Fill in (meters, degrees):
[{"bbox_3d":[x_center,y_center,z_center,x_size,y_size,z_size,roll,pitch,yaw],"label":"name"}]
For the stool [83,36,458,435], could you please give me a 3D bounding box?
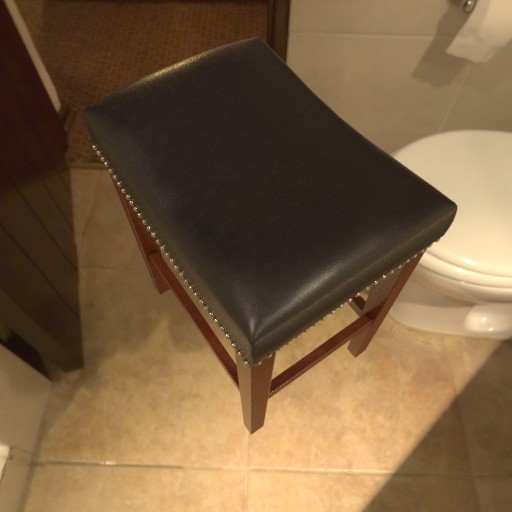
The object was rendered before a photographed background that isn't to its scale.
[{"bbox_3d":[0.000,0.000,0.929,0.372,0.654,0.504,-31,64,-17],"label":"stool"}]
